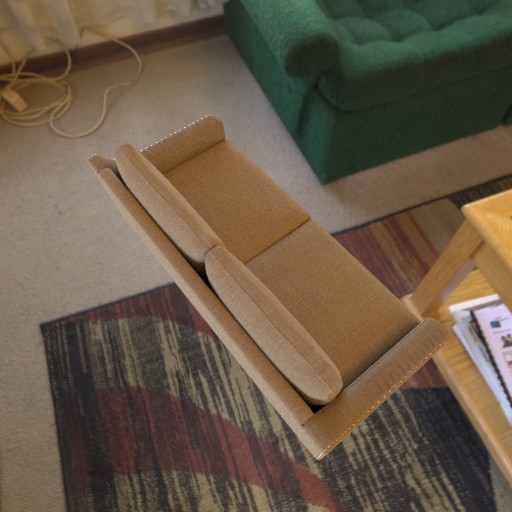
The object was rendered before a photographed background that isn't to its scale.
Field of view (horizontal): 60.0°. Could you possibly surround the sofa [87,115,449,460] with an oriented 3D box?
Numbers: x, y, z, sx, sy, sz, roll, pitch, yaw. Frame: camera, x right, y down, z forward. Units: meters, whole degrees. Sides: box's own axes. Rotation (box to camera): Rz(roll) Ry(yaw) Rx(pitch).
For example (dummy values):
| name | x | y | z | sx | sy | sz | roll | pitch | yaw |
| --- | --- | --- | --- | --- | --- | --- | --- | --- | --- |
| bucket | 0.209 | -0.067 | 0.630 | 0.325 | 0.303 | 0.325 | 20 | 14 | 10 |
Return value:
| name | x | y | z | sx | sy | sz | roll | pitch | yaw |
| --- | --- | --- | --- | --- | --- | --- | --- | --- | --- |
| sofa | 0.000 | 0.000 | 2.759 | 1.000 | 0.857 | 2.208 | -34 | 65 | -19 |
